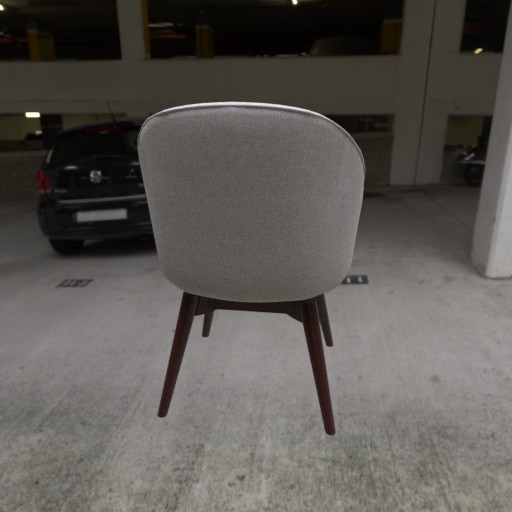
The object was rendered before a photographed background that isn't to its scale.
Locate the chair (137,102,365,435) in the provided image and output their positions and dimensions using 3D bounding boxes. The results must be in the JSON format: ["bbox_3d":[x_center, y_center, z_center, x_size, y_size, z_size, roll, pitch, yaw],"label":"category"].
[{"bbox_3d":[0.000,0.000,1.272,0.596,0.823,0.635,3,18,8],"label":"chair"}]
